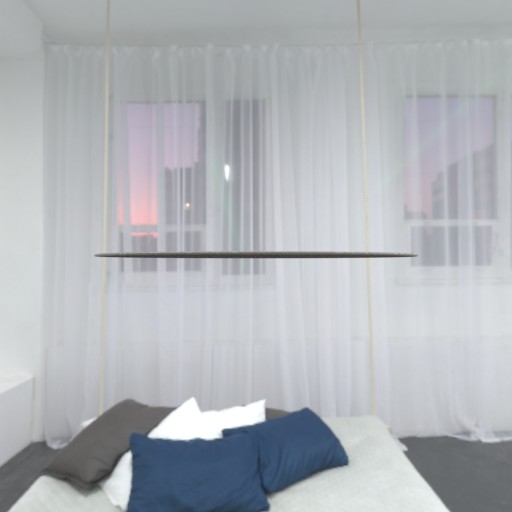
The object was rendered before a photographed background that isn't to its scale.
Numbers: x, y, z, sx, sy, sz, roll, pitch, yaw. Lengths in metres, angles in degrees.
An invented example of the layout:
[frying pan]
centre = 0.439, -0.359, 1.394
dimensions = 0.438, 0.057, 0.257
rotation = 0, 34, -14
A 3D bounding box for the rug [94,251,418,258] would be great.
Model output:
[rug]
centre = 0.000, 0.000, 2.322
dimensions = 1.593, 0.012, 1.593
rotation = 0, -1, 0
